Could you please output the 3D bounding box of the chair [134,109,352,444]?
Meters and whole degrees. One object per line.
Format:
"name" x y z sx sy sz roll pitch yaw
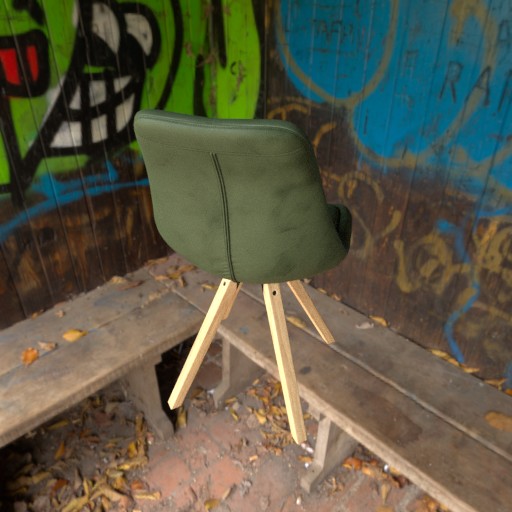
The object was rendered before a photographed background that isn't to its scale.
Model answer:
"chair" 0.000 0.000 1.188 0.483 0.865 0.547 10 33 15
